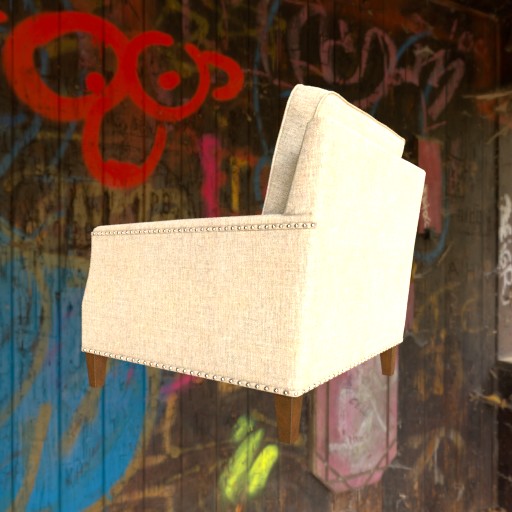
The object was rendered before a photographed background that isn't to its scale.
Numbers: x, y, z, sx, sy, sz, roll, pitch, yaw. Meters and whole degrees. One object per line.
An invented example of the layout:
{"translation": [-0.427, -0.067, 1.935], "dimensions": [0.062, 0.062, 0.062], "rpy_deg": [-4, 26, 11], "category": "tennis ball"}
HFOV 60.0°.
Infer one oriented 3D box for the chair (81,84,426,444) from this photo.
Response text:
{"translation": [0.000, 0.000, 1.664], "dimensions": [1.014, 0.943, 0.853], "rpy_deg": [0, 0, 35], "category": "chair"}
